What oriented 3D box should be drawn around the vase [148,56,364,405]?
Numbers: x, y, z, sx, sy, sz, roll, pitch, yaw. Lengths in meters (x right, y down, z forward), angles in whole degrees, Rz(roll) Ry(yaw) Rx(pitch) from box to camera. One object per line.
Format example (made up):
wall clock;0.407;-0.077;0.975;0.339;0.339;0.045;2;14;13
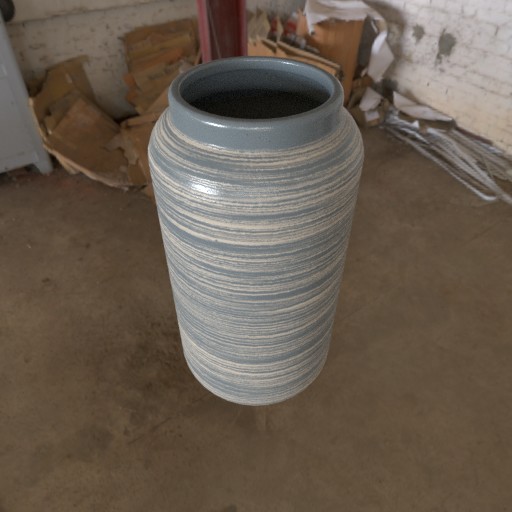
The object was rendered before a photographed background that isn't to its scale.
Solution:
vase;0.000;0.000;0.296;0.116;0.230;0.116;0;42;0
